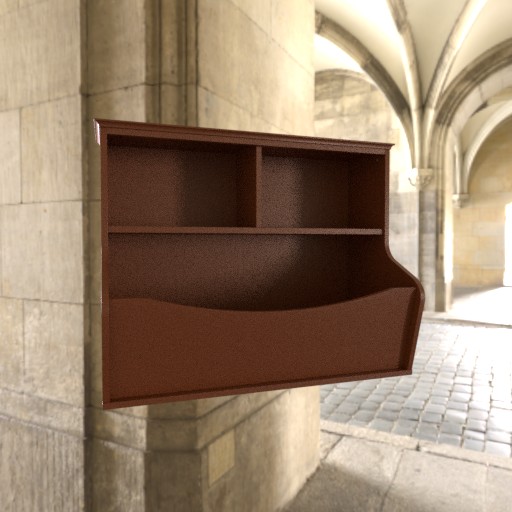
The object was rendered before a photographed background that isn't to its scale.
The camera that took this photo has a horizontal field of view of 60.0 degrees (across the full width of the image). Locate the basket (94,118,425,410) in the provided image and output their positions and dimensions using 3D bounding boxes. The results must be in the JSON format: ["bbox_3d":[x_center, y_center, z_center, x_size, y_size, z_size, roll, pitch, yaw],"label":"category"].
[{"bbox_3d":[0.000,0.000,1.166,0.792,0.625,0.376,-1,2,-19],"label":"basket"}]
